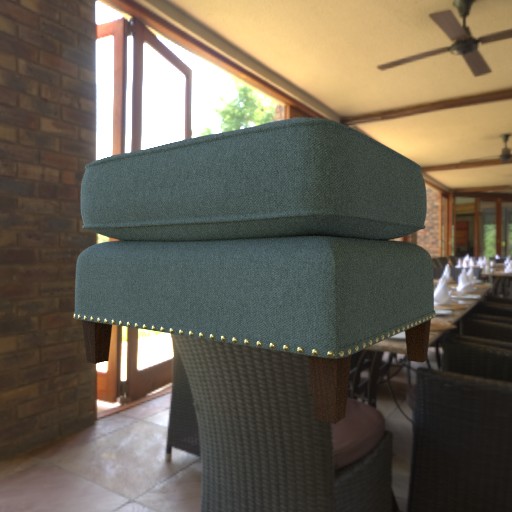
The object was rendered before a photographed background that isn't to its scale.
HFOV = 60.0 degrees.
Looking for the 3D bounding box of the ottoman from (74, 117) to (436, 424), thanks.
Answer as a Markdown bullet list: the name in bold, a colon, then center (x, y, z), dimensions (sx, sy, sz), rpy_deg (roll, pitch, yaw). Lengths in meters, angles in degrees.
- **ottoman**: center (0.000, 0.000, 1.123), dimensions (0.738, 0.537, 0.589), rpy_deg (0, 1, 36)
